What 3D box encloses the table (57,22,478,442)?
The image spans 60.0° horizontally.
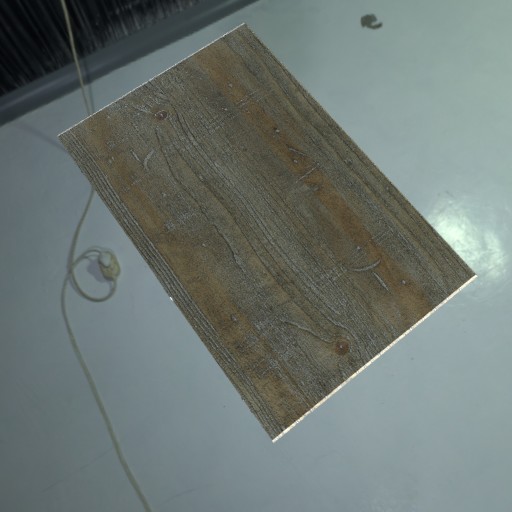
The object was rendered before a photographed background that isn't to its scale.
[{"bbox_3d":[0.000,0.000,1.144,0.457,0.711,0.686,-36,77,-10],"label":"table"}]
